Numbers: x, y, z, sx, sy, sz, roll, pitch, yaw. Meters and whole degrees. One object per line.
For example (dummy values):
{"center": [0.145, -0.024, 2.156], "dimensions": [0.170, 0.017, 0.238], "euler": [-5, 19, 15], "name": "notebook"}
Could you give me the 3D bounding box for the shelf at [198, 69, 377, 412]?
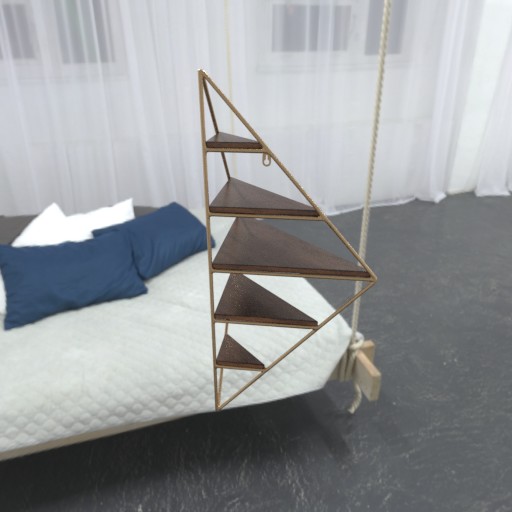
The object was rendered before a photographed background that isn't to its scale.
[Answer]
{"center": [0.000, 0.000, 1.167], "dimensions": [0.294, 0.913, 0.564], "euler": [-18, 31, -33], "name": "shelf"}
